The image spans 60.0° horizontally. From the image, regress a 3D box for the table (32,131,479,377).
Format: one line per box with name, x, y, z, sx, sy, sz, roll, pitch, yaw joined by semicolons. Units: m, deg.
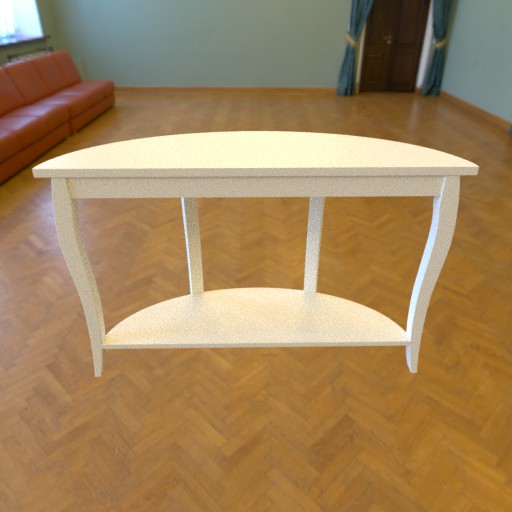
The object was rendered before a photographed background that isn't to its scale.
table;0.000;0.000;1.573;1.219;0.780;0.394;0;30;-1
